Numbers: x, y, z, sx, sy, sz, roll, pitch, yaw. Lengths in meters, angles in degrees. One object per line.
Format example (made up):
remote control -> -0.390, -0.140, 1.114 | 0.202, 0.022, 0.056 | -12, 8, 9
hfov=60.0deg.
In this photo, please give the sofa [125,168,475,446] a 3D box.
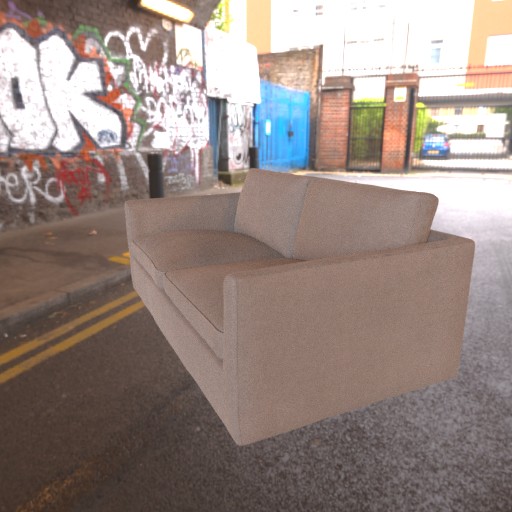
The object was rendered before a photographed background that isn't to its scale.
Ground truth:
sofa -> 0.000, 0.000, 2.447 | 1.091, 0.839, 1.905 | -7, 17, -25
